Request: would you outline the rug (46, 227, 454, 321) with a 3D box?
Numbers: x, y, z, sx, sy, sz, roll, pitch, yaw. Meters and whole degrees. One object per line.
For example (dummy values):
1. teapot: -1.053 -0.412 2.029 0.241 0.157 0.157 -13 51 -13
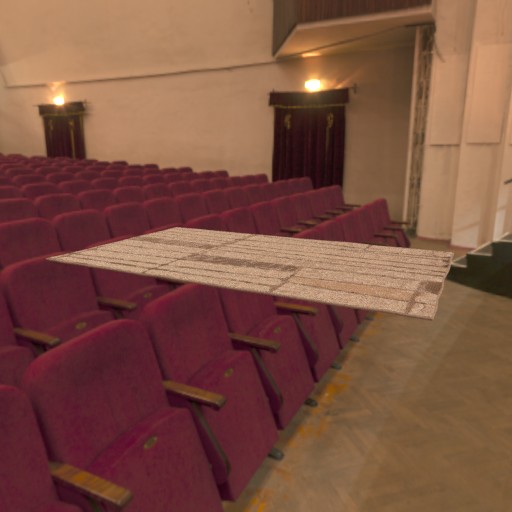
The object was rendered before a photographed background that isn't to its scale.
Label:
1. rug: 0.000 0.000 1.089 0.867 0.007 0.515 7 15 26
